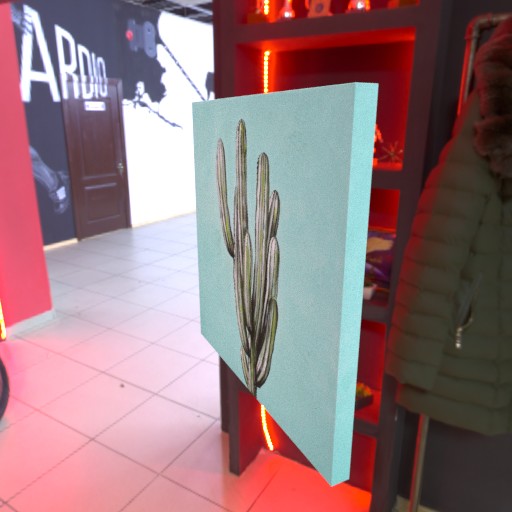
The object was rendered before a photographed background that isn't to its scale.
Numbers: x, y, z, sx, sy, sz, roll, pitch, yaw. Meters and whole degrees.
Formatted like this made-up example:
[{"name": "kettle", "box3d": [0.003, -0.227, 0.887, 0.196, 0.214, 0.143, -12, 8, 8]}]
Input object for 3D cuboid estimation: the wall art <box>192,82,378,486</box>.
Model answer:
[{"name": "wall art", "box3d": [0.000, 0.000, 0.885, 0.036, 0.603, 0.603, -8, 19, -26]}]
